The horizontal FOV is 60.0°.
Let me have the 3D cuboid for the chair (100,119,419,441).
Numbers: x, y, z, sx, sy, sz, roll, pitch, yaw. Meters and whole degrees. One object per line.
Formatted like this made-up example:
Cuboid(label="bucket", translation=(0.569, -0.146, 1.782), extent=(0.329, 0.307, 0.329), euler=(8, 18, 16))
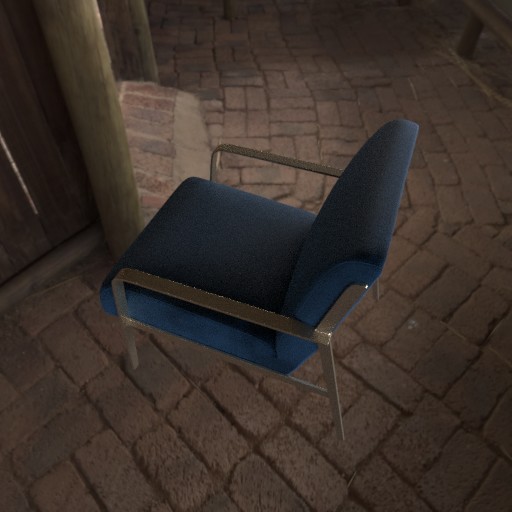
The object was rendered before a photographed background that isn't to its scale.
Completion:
Cuboid(label="chair", translation=(0.000, 0.000, 1.459), extent=(0.859, 0.831, 0.692), euler=(16, 49, 14))
